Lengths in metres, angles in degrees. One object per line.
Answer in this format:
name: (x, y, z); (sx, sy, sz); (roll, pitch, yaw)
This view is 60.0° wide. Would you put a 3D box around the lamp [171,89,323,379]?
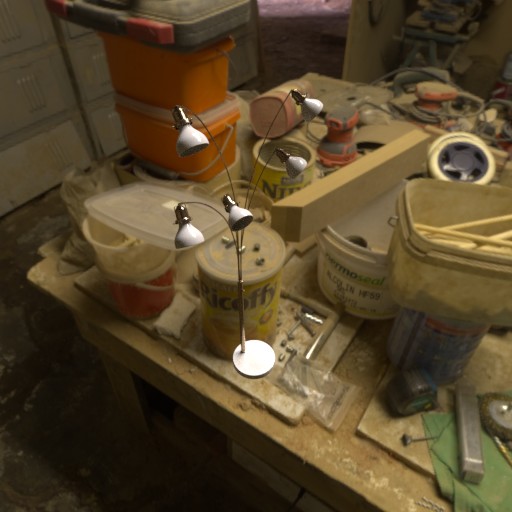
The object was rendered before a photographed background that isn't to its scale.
lamp: (0.000, 0.000, 3.030); (0.361, 2.423, 1.405); (26, 48, 25)
